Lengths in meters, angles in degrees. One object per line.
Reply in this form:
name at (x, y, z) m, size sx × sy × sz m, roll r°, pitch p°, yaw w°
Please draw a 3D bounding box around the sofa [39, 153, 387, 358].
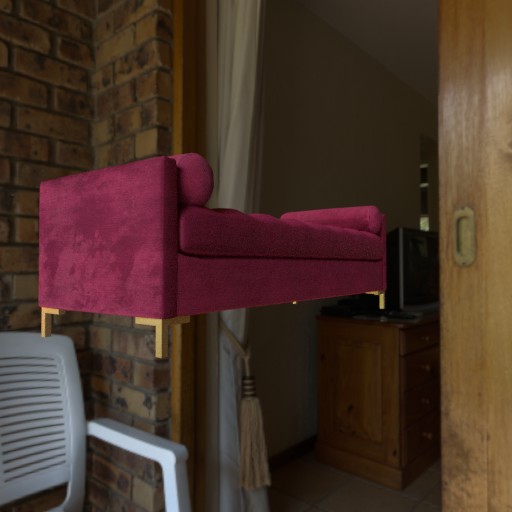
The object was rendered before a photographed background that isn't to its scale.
sofa at (0.000, 0.000, 2.482) m, size 0.796 × 0.705 × 2.102 m, roll -1°, pitch -2°, yaw 36°
